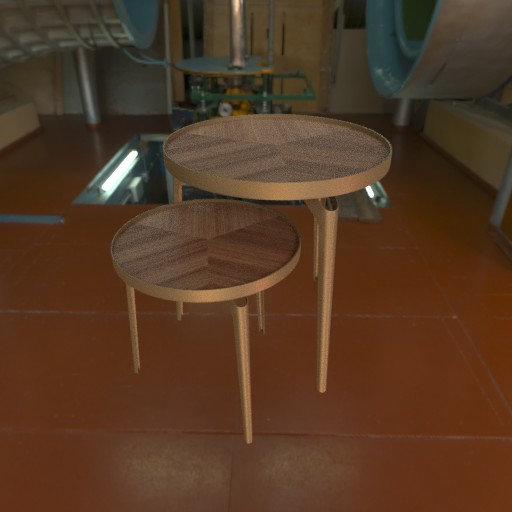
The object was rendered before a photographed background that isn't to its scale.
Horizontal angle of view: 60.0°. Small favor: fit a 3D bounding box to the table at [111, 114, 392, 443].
[{"bbox_3d":[0.000,0.000,1.134,0.532,0.555,0.751,20,36,30],"label":"table"}]
